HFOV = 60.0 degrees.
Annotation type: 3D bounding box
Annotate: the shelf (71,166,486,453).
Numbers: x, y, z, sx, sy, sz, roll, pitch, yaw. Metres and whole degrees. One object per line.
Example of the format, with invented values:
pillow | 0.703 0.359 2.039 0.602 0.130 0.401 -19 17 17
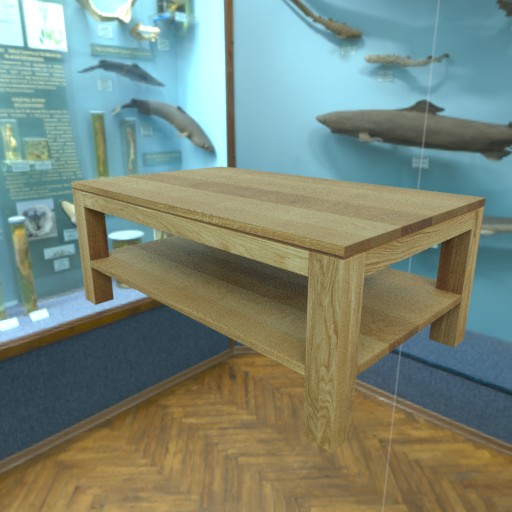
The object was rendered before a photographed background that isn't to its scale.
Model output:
shelf | 0.000 0.000 1.480 0.700 0.450 1.150 -17 24 -42
